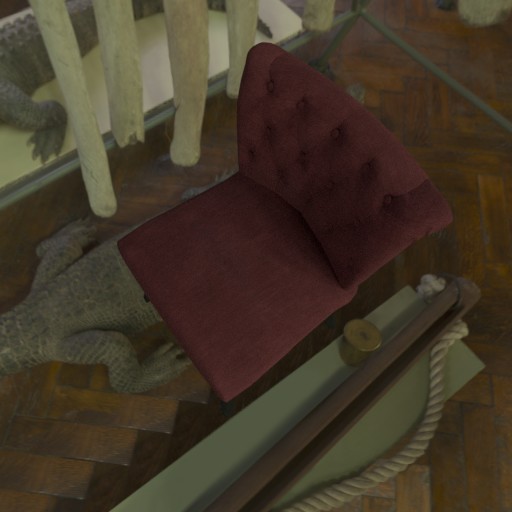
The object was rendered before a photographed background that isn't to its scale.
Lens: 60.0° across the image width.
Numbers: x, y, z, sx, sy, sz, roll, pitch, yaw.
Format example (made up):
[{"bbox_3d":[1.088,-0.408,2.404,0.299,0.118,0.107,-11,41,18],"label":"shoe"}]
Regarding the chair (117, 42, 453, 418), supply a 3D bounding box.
[{"bbox_3d":[0.000,0.000,1.181,0.605,0.750,0.582,-34,70,-15],"label":"chair"}]
